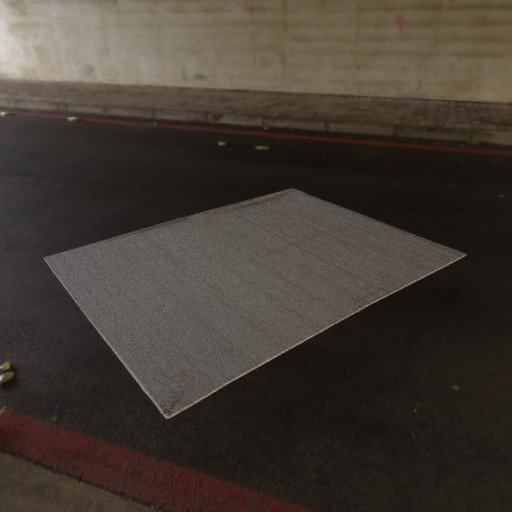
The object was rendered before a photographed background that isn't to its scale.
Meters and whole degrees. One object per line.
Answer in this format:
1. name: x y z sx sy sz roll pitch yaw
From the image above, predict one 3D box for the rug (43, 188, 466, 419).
1. rug: 0.000 0.000 4.949 3.778 0.053 2.873 -20 34 -33
